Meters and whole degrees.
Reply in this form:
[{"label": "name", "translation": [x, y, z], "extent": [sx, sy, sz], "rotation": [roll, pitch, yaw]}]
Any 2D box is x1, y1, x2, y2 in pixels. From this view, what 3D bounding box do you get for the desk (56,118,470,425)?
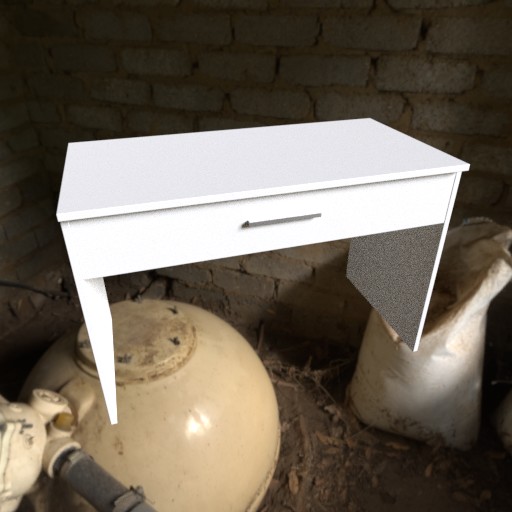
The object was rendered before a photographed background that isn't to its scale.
[{"label": "desk", "translation": [0.000, 0.000, 1.535], "extent": [1.100, 0.730, 0.560], "rotation": [-9, 32, -15]}]
